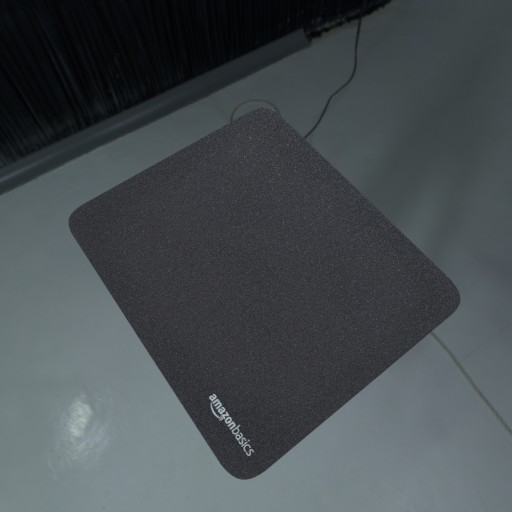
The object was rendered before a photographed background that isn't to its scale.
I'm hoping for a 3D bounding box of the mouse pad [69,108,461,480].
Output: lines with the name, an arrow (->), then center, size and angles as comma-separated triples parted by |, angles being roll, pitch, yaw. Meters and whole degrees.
mouse pad -> 0.000, 0.000, 0.438 | 0.269, 0.002, 0.315 | -34, 68, -16
